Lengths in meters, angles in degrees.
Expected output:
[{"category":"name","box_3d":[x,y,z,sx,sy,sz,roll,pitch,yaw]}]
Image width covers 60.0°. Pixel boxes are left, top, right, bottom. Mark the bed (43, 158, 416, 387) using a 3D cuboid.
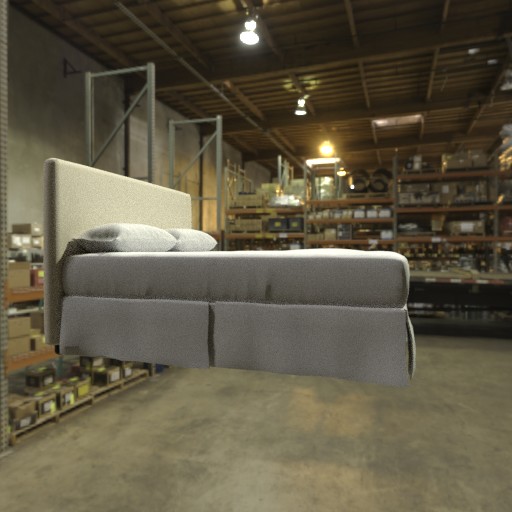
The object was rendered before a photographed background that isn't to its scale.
[{"category":"bed","box_3d":[0.000,0.000,3.521,2.341,1.317,2.119,0,1,17]}]
